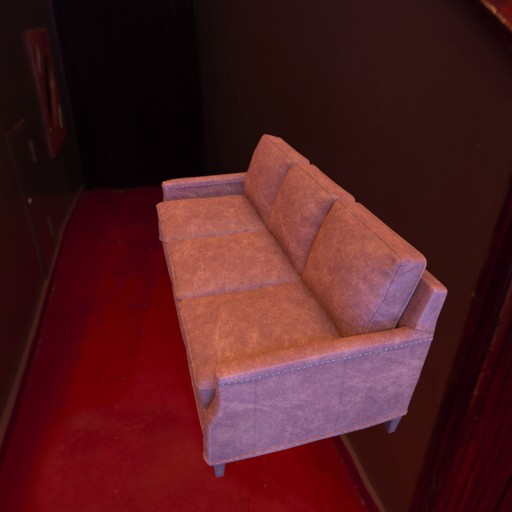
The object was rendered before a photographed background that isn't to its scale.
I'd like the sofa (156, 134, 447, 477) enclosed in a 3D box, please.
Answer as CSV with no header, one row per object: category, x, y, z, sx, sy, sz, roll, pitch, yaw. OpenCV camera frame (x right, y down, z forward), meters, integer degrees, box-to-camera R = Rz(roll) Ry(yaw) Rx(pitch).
sofa,0.000,0.000,2.794,1.084,1.003,2.246,-8,31,-14
